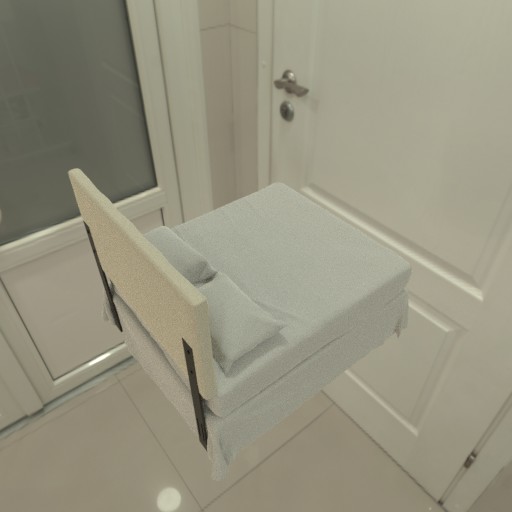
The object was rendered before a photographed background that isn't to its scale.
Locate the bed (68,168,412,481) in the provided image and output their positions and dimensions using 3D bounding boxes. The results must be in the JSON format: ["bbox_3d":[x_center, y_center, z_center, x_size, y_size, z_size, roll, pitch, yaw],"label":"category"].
[{"bbox_3d":[0.000,0.000,3.568,2.222,1.577,1.936,-28,48,-28],"label":"bed"}]
